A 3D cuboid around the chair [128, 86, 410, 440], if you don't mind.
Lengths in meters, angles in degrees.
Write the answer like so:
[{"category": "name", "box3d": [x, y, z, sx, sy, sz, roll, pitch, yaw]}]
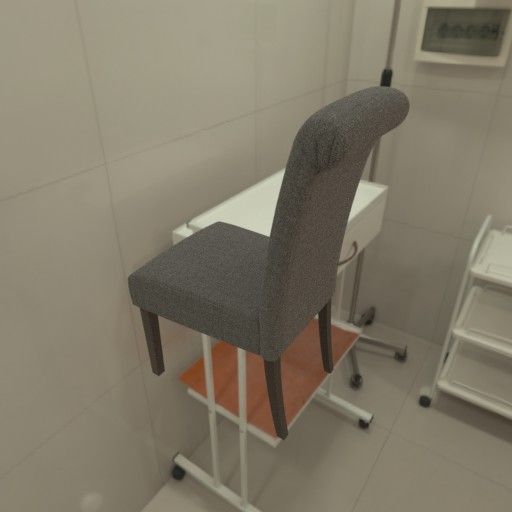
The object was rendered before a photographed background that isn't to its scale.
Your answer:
[{"category": "chair", "box3d": [0.000, 0.000, 1.352, 0.671, 1.006, 0.456, 19, 36, 28]}]
